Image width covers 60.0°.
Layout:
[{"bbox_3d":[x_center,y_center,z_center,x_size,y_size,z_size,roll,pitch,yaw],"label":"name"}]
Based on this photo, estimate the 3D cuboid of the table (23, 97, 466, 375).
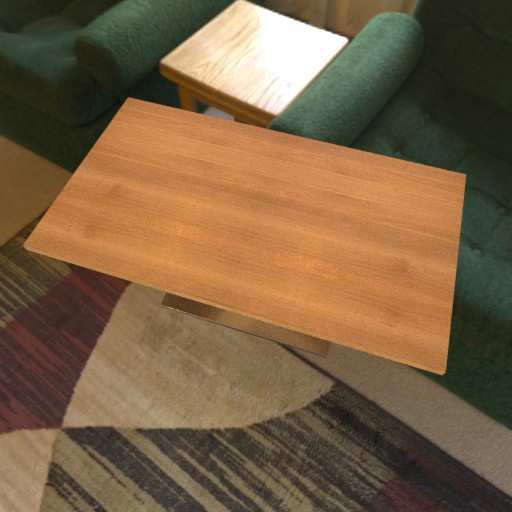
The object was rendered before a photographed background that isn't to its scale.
[{"bbox_3d":[0.000,0.000,2.125,1.600,0.750,0.900,16,60,9],"label":"table"}]
